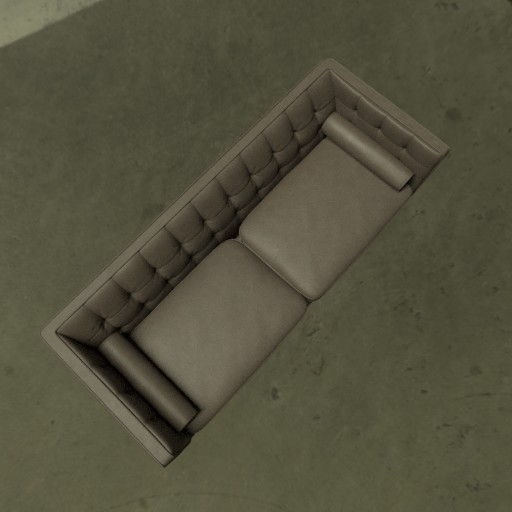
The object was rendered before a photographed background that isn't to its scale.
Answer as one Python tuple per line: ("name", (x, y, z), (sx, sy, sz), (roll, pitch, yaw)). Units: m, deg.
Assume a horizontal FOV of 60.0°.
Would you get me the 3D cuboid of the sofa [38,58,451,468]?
("sofa", (0.000, 0.000, 2.508), (0.867, 0.789, 2.087), (42, 79, 10))
